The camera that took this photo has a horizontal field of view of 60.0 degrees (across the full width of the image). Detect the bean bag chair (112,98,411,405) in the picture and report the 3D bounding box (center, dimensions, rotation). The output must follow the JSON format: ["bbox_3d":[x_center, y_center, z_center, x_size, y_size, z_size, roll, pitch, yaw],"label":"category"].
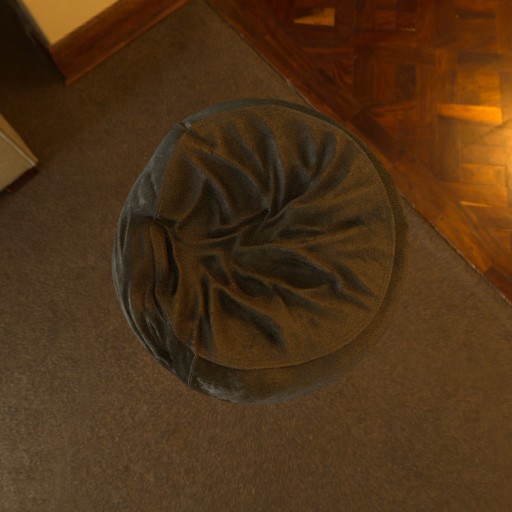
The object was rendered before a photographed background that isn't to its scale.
[{"bbox_3d":[0.000,0.000,1.464,0.918,0.605,0.918,0,76,0],"label":"bean bag chair"}]
